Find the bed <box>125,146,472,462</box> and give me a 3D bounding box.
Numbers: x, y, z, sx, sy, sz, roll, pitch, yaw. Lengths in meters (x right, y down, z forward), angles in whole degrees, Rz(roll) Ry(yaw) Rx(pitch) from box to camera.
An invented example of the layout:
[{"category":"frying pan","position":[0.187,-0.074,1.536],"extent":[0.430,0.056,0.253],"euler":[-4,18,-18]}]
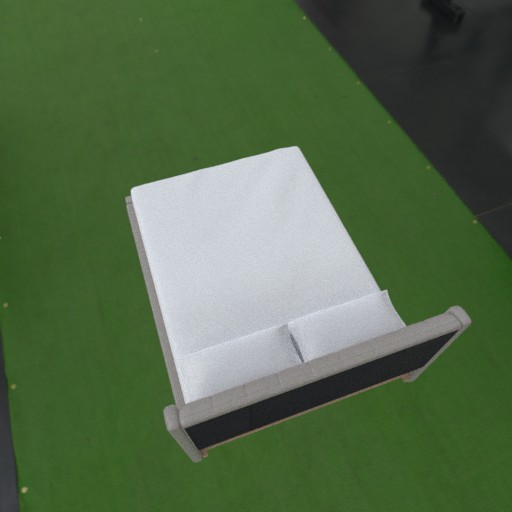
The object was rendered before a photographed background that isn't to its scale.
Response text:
[{"category":"bed","position":[0.000,0.000,3.225],"extent":[1.656,1.147,2.232],"euler":[-17,59,-10]}]
